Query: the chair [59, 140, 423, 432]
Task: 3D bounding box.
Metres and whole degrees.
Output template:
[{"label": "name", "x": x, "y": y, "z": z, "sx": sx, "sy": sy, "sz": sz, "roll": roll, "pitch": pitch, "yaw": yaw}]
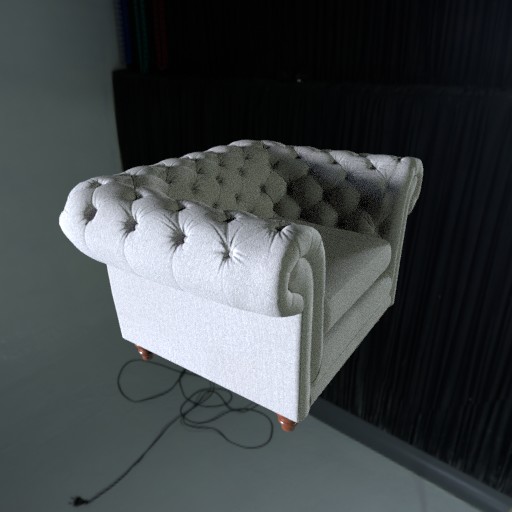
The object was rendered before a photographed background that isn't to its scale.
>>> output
[{"label": "chair", "x": 0.000, "y": 0.000, "z": 1.874, "sx": 0.976, "sy": 0.770, "sz": 1.270, "roll": 16, "pitch": 29, "yaw": 31}]
